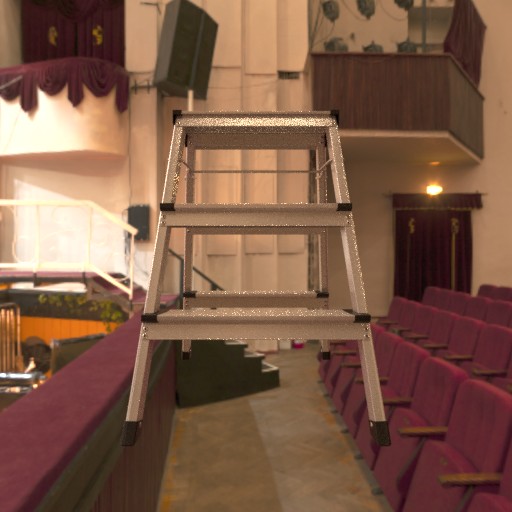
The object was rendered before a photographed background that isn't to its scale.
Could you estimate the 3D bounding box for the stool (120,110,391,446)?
[{"bbox_3d":[0.000,0.000,1.016,0.437,0.605,0.622,0,0,0],"label":"stool"}]
